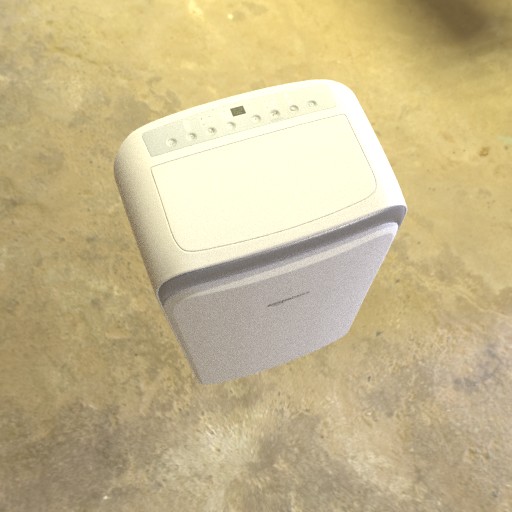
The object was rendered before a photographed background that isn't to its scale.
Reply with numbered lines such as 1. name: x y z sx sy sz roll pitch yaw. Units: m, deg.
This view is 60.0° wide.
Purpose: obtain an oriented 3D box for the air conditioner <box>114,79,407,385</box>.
1. air conditioner: 0.000 0.000 0.964 0.454 0.700 0.365 -18 66 -8
